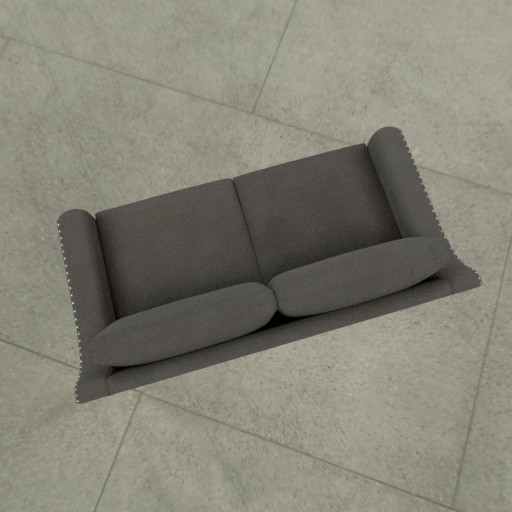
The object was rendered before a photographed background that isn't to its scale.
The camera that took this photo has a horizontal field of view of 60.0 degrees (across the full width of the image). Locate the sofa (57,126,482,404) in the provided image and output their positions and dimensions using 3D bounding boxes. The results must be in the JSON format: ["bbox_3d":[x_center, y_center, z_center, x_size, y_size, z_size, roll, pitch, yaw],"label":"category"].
[{"bbox_3d":[0.000,0.000,3.193,2.550,1.196,1.336,-16,76,-4],"label":"sofa"}]
